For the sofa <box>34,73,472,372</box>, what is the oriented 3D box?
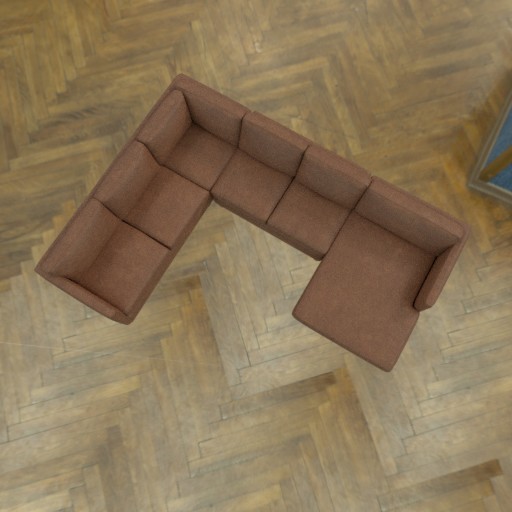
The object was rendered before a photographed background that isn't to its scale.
[{"bbox_3d":[0.000,0.000,4.531,3.460,0.923,2.593,30,78,7],"label":"sofa"}]
